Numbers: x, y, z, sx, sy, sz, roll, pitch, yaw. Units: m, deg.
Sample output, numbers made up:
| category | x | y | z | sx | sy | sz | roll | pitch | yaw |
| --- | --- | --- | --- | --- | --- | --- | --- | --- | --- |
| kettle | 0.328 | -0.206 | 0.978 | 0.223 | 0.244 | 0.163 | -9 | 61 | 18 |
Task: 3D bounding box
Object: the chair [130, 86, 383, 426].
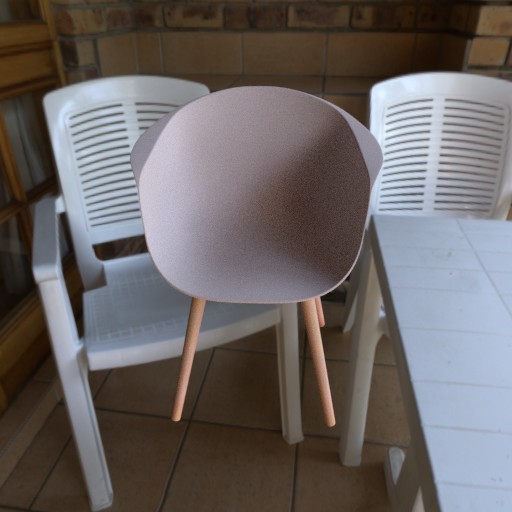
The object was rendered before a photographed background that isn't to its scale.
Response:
| category | x | y | z | sx | sy | sz | roll | pitch | yaw |
| --- | --- | --- | --- | --- | --- | --- | --- | --- | --- |
| chair | 0.000 | 0.000 | 1.188 | 0.593 | 0.781 | 0.504 | 1 | 30 | 2 |
